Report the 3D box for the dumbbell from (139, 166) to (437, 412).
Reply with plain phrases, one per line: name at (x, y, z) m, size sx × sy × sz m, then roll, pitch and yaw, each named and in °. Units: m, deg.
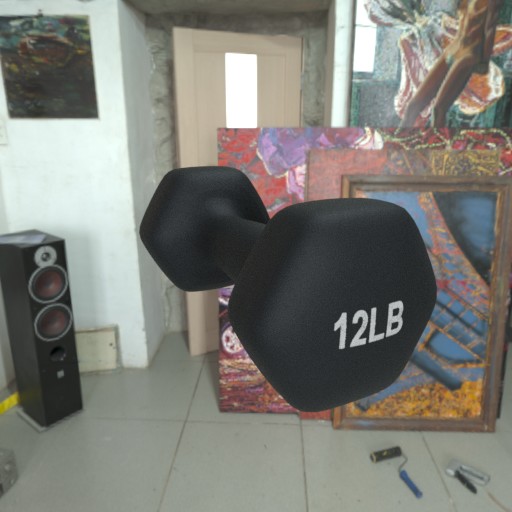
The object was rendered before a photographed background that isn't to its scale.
dumbbell at (0.000, 0.000, 0.296) m, size 0.112 × 0.101 × 0.231 m, roll -8°, pitch 19°, yaw -25°
